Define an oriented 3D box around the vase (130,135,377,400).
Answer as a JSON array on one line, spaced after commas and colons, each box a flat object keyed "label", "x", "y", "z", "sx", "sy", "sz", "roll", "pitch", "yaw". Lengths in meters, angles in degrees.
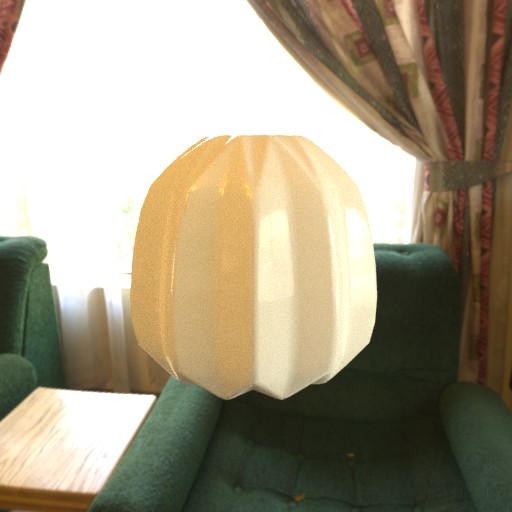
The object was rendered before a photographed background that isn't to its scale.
[{"label": "vase", "x": 0.000, "y": 0.000, "z": 0.254, "sx": 0.139, "sy": 0.134, "sz": 0.139, "roll": 0, "pitch": 15, "yaw": 0}]
